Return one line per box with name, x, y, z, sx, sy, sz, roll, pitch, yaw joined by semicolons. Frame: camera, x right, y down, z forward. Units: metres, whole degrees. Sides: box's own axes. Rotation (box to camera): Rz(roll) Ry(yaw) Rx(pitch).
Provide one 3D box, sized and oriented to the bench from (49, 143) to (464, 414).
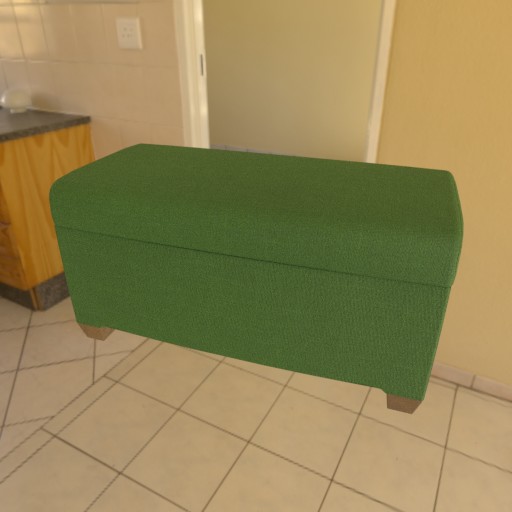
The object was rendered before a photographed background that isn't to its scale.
bench;0.000;0.000;1.259;0.989;0.501;0.505;9;29;16
